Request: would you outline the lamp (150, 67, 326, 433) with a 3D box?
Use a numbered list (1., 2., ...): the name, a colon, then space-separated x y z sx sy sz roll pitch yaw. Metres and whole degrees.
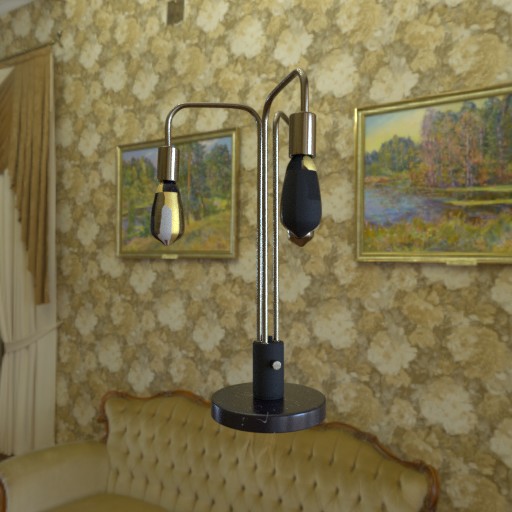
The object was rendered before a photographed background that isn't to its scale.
1. lamp: 0.000 0.000 0.779 0.355 0.560 0.368 0 -1 -17
